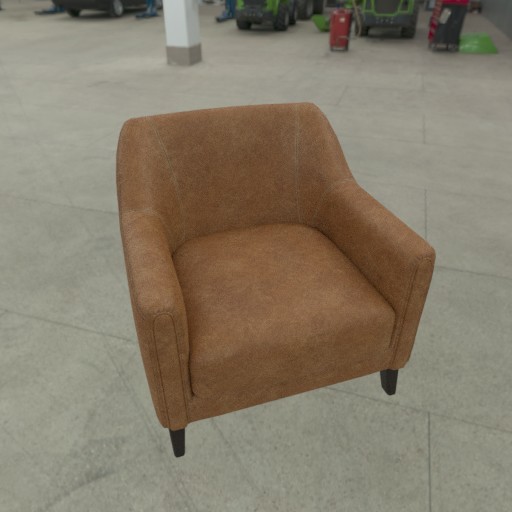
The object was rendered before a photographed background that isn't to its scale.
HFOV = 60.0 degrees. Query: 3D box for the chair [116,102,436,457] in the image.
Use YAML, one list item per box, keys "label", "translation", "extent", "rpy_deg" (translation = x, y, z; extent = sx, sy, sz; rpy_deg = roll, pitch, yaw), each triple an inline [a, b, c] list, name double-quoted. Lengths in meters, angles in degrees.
- label: "chair"
  translation: [0.000, 0.000, 1.849]
  extent: [1.037, 0.980, 1.034]
  rpy_deg: [-10, 35, -15]
